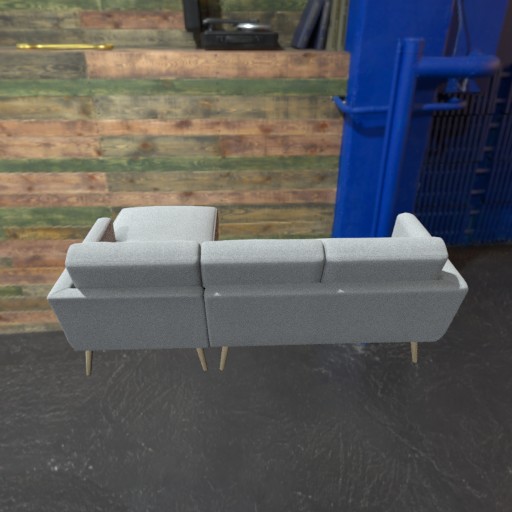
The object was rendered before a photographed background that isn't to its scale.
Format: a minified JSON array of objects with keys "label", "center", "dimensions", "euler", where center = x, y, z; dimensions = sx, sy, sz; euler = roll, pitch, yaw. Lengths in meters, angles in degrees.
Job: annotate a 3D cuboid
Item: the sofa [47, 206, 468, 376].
[{"label":"sofa","center":[0.000,0.000,2.825],"dimensions":[2.040,0.860,1.530],"euler":[-1,29,-2]}]
